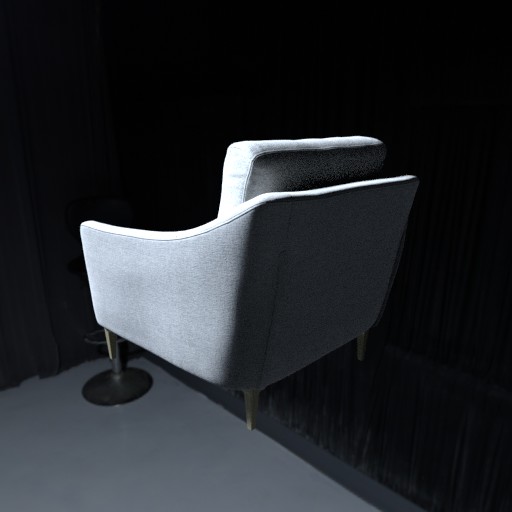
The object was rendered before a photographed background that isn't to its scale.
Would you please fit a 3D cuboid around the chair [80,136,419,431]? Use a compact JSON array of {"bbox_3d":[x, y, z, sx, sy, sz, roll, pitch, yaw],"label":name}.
[{"bbox_3d":[0.000,0.000,1.728,0.986,0.902,0.961,-16,23,-41],"label":"chair"}]
